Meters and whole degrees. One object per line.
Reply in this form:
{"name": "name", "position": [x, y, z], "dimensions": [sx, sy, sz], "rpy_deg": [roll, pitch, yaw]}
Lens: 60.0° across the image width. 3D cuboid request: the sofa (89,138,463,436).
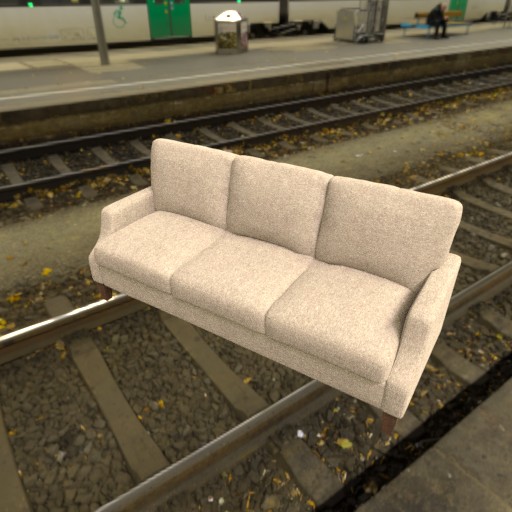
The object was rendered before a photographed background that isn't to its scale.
{"name": "sofa", "position": [0.000, 0.000, 2.640], "dimensions": [2.115, 0.984, 0.888], "rpy_deg": [18, 36, 28]}
